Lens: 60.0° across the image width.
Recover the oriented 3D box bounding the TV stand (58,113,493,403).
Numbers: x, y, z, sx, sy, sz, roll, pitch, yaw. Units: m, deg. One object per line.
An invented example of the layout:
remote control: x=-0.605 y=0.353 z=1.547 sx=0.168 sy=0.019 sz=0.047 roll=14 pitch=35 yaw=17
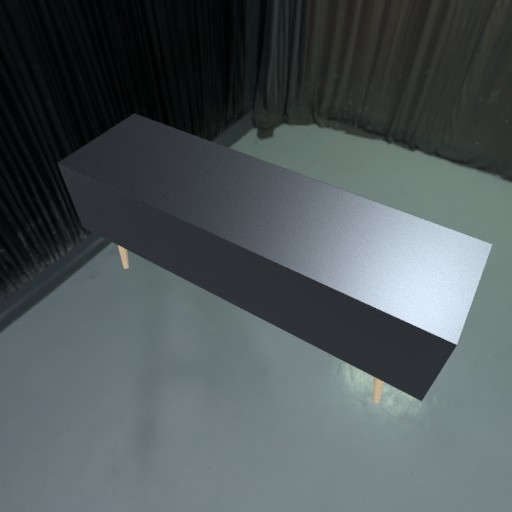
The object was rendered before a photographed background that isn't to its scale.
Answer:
TV stand: x=0.000 y=0.000 z=1.537 sx=1.312 sy=0.518 sz=0.390 roll=25 pitch=52 yaw=21
